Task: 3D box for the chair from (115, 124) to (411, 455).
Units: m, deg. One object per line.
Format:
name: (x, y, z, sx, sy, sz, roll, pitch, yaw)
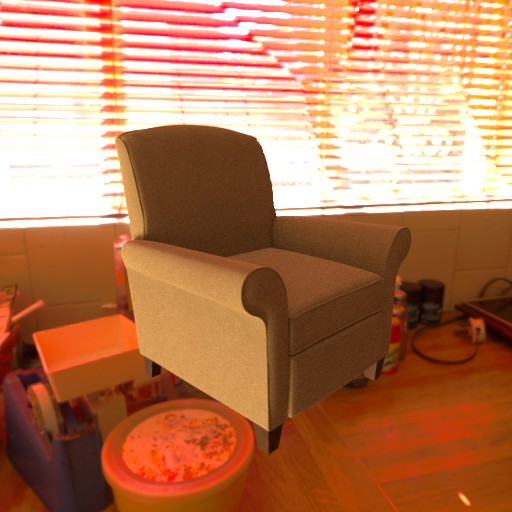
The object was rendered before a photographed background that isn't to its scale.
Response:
chair: (0.000, 0.000, 1.831, 0.905, 1.061, 0.978, 14, 20, 43)
